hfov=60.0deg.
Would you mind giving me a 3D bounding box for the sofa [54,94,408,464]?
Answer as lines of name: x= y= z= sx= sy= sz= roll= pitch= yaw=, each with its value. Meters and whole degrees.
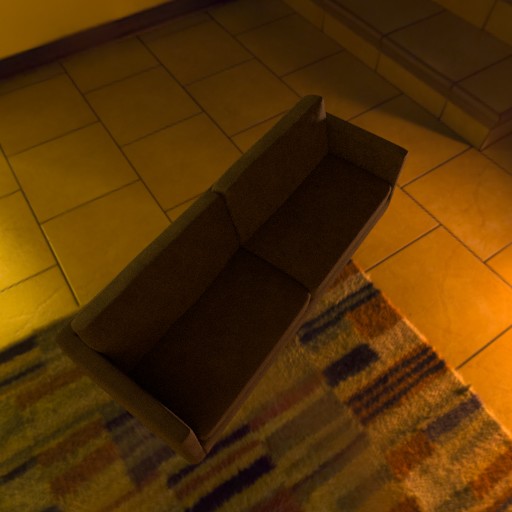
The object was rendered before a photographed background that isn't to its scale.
sofa: x=0.000 y=0.000 z=2.957 sx=0.951 sy=0.965 sz=2.434 roll=32 pitch=63 yaw=19
